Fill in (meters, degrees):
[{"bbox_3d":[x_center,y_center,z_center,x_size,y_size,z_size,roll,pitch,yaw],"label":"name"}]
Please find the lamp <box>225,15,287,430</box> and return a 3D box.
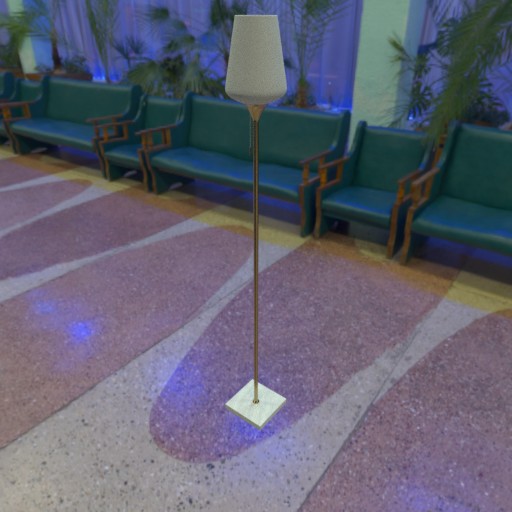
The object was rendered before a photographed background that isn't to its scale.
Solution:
[{"bbox_3d":[0.000,0.000,1.900,0.232,1.813,0.229,21,35,33],"label":"lamp"}]
